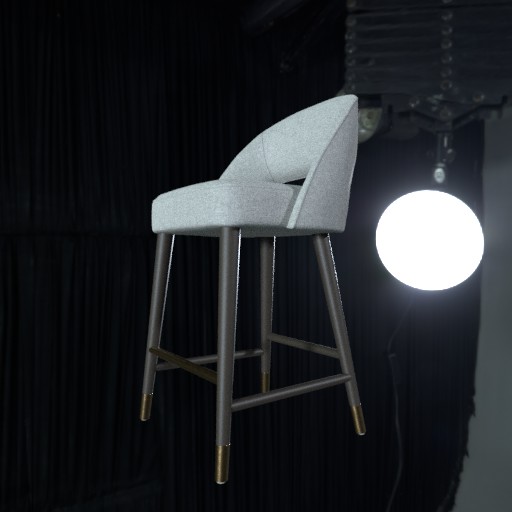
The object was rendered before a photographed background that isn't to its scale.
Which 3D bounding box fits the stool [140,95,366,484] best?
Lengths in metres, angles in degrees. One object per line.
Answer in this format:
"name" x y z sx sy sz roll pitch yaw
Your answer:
"stool" 0.000 0.000 1.238 0.509 0.940 0.494 0 0 -35
